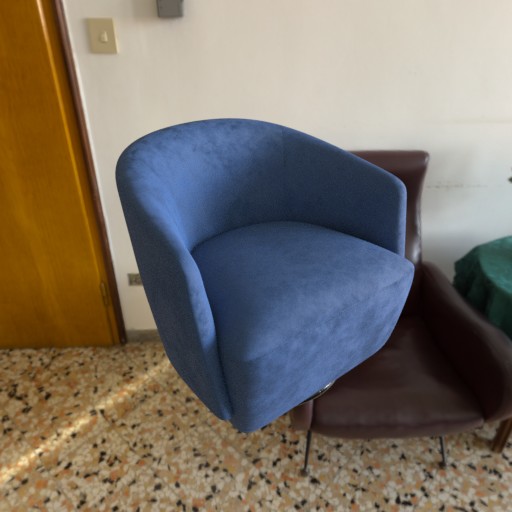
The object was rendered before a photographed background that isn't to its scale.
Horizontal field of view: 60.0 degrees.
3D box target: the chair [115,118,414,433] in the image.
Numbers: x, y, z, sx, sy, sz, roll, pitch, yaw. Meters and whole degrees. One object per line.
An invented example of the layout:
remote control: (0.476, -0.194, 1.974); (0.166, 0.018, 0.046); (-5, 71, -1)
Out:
chair: (0.000, 0.000, 1.390); (0.773, 0.698, 0.767); (-22, 37, -32)
